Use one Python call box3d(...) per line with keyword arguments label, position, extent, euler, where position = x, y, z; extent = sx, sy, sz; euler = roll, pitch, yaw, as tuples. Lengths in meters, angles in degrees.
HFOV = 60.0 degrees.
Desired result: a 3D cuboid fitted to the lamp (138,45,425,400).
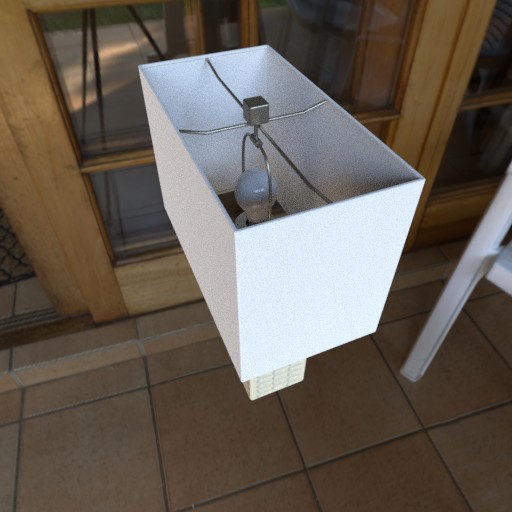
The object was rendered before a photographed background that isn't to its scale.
box3d(label="lamp", position=(0.000, 0.000, 0.701), extent=(0.200, 0.515, 0.380), euler=(-17, 48, -16))
